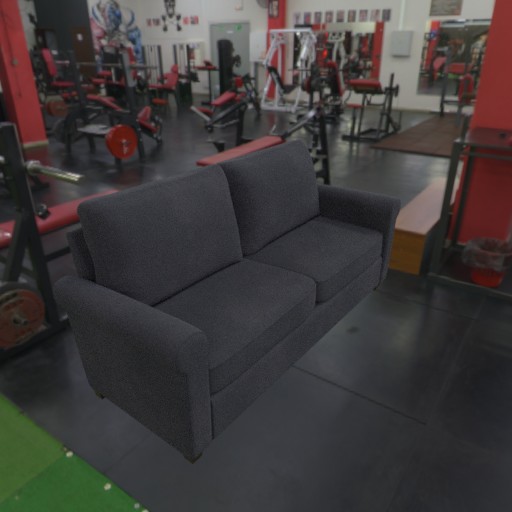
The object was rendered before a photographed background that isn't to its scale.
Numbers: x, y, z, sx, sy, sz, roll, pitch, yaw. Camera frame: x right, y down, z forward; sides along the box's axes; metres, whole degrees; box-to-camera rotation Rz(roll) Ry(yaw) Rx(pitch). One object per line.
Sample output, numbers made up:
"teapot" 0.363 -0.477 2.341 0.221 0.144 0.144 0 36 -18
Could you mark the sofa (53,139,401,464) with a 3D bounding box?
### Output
"sofa" 0.000 0.000 2.400 0.842 0.942 1.935 19 32 33
